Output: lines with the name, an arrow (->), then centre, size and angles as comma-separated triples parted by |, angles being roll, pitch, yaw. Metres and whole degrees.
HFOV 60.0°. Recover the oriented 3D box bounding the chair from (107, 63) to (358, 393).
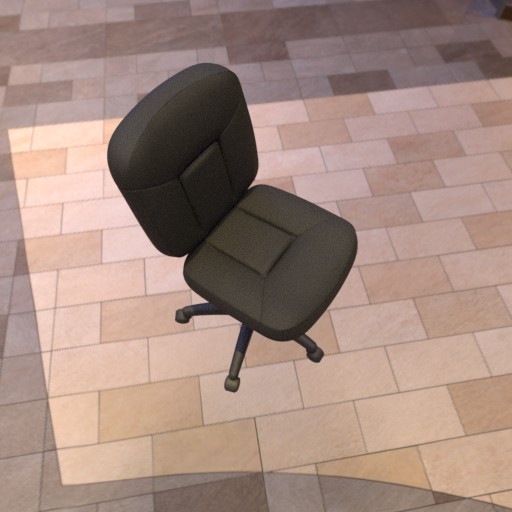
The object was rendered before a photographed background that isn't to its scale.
chair -> 0.000, 0.000, 1.373 | 0.610, 0.972, 0.610 | 31, 64, 17
